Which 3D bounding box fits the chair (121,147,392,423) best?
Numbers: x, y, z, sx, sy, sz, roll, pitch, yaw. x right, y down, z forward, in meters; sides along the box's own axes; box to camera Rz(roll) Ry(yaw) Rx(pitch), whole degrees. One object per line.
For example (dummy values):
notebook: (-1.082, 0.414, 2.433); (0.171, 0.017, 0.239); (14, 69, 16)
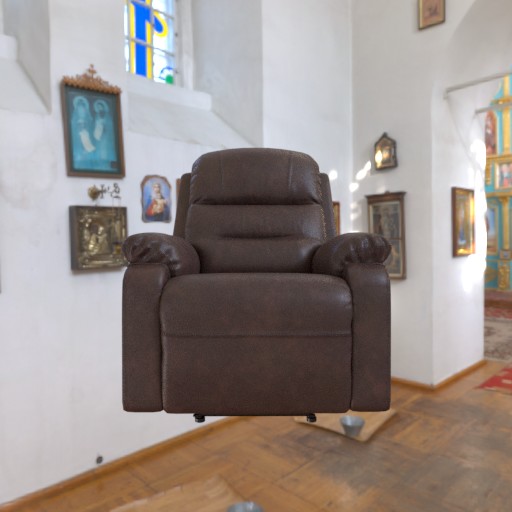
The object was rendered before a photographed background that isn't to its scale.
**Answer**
chair: (0.000, 0.000, 1.707); (0.855, 0.992, 0.919); (0, 1, 0)
